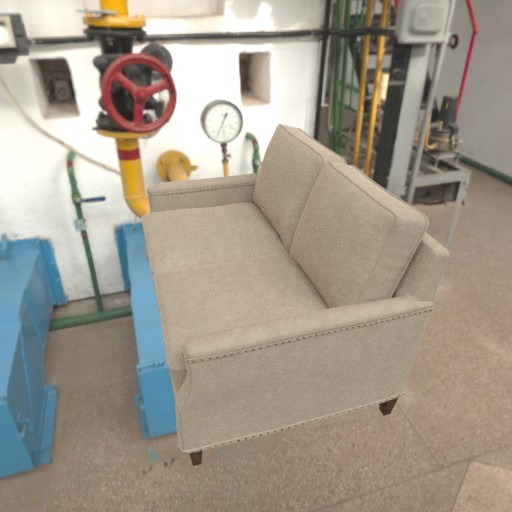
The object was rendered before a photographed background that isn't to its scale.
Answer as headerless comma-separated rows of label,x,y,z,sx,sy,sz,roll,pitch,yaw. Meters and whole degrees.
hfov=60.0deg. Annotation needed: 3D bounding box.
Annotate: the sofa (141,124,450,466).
sofa,0.000,0.000,2.302,1.084,1.002,1.597,-9,32,-14
